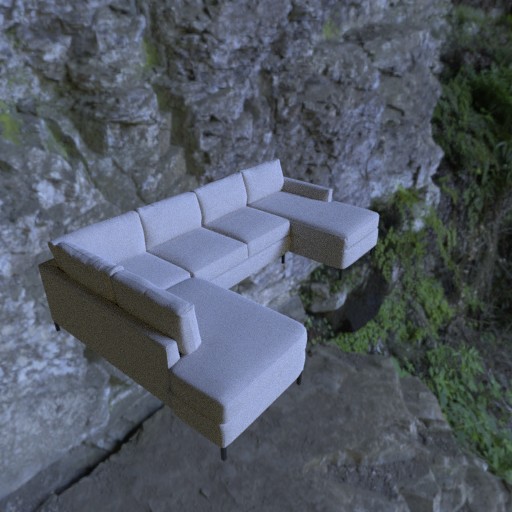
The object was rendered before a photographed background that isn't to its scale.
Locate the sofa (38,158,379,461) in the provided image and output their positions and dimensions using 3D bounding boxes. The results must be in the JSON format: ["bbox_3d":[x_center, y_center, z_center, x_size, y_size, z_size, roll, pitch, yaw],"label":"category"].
[{"bbox_3d":[0.000,0.000,3.913,1.989,0.862,2.984,21,35,34],"label":"sofa"}]
